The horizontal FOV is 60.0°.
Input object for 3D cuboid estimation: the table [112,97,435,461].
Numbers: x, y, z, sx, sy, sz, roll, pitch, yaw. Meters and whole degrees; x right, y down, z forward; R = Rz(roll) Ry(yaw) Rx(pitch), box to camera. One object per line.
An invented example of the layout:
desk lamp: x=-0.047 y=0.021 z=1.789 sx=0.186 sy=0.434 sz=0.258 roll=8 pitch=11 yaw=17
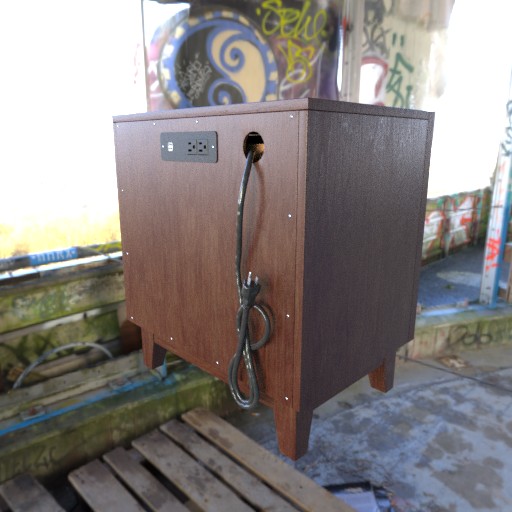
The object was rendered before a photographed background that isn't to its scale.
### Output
table: x=0.000 y=0.000 z=0.991 sx=0.449 sy=0.609 sz=0.557 roll=-14 pitch=20 yaw=-43
